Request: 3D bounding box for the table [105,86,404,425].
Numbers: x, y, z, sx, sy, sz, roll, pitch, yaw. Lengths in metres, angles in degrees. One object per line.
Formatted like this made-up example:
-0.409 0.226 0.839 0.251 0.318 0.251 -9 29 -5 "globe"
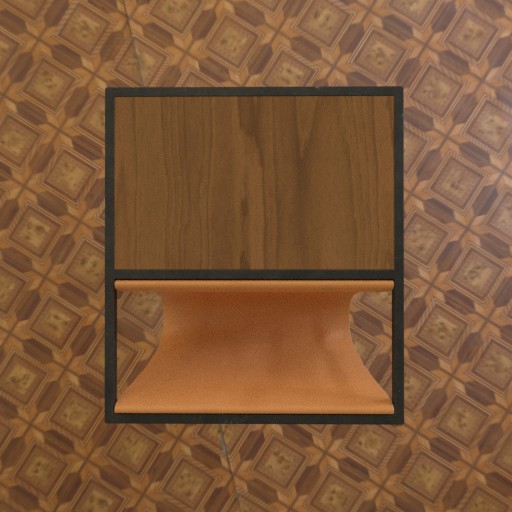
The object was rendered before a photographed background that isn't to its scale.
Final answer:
0.000 0.000 0.854 0.399 0.536 0.450 0 90 1 "table"
